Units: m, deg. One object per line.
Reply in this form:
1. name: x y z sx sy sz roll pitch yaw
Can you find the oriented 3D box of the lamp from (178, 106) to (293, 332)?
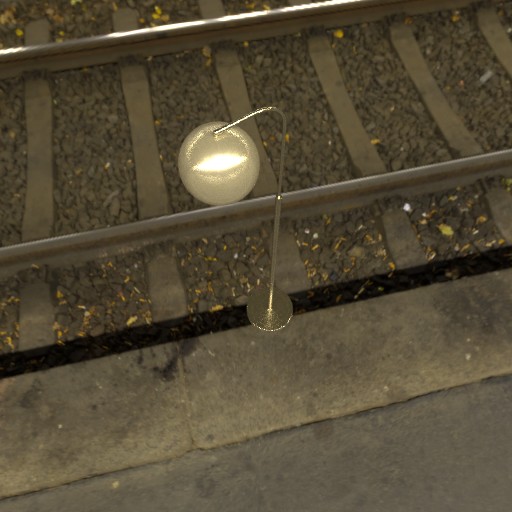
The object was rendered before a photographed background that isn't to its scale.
1. lamp: 0.000 0.000 1.726 0.431 1.526 0.250 -31 67 -15
